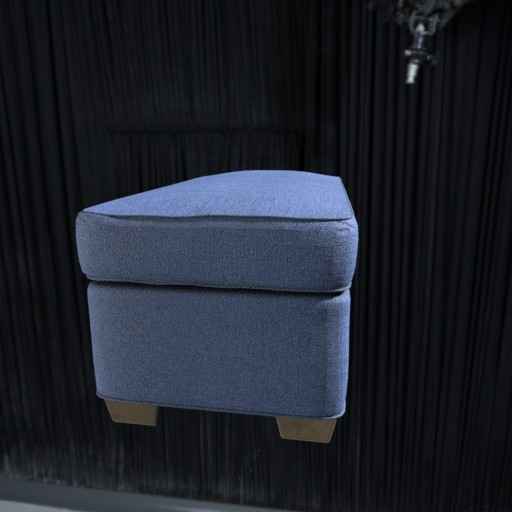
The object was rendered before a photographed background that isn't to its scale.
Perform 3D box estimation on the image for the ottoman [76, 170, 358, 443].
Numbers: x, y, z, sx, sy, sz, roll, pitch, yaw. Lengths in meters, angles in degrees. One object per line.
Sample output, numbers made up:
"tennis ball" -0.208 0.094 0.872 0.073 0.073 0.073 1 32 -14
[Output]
"ottoman" 0.000 0.000 1.320 0.515 0.460 1.110 2 14 9
